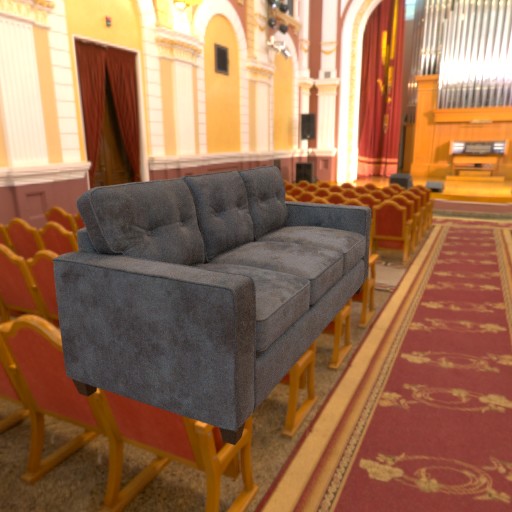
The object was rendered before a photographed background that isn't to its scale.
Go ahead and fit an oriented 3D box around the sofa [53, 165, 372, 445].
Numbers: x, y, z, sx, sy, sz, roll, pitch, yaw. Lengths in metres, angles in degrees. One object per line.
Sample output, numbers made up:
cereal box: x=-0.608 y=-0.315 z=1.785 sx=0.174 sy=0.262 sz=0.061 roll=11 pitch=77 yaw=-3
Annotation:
sofa: x=0.000 y=0.000 z=2.657 sx=0.939 sy=0.965 sz=2.133 roll=7 pitch=16 yaw=26
